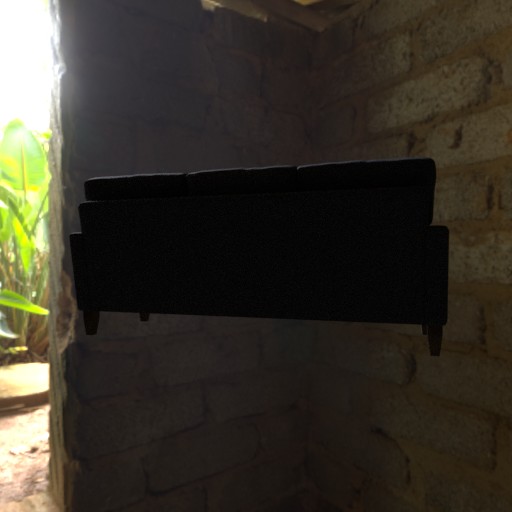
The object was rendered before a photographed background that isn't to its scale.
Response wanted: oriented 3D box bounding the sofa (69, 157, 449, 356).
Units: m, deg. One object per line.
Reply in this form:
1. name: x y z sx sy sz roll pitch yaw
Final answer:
1. sofa: 0.000 0.000 2.734 2.115 0.984 0.888 0 0 17
